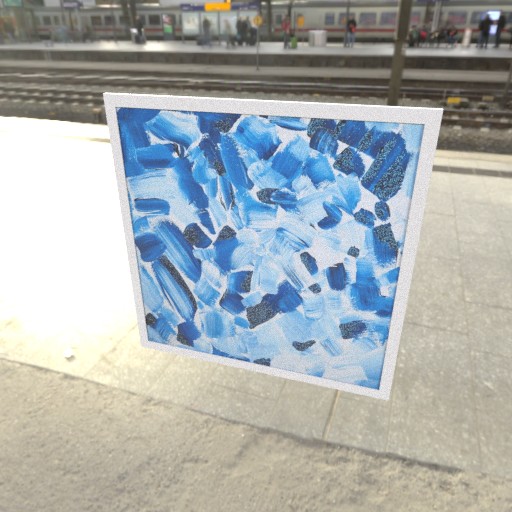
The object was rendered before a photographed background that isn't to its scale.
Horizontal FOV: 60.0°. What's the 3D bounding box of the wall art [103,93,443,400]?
[{"bbox_3d":[0.000,0.000,1.213,0.812,0.812,0.015,8,29,15],"label":"wall art"}]
